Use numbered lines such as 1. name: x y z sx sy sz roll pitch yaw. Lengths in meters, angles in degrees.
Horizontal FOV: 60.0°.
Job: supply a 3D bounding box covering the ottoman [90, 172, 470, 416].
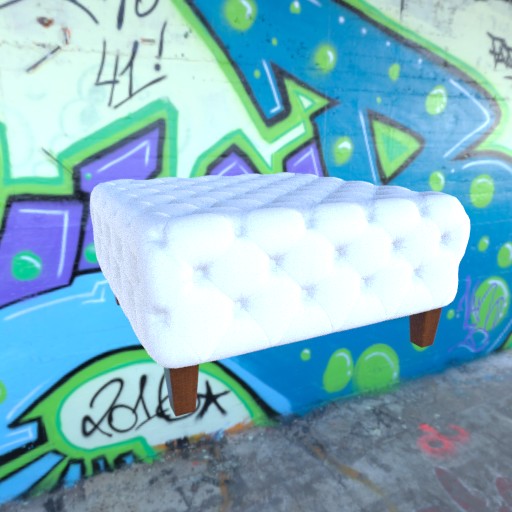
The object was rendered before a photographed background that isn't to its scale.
1. ottoman: 0.000 0.000 1.190 0.753 0.376 0.755 -7 17 -25
